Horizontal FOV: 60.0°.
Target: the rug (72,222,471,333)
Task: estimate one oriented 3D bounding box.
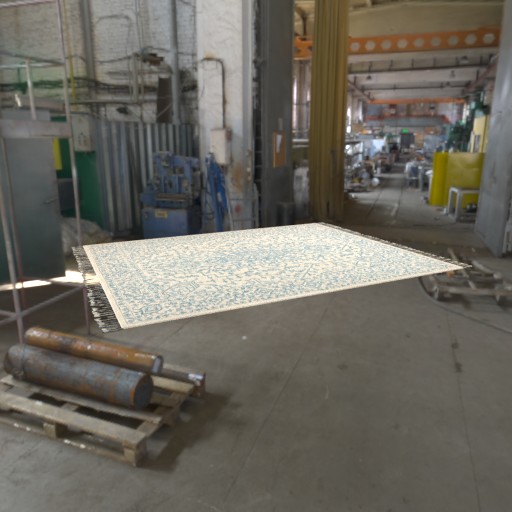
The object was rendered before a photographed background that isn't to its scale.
[{"bbox_3d":[0.000,0.000,4.468,3.327,0.010,2.464,-7,16,-25],"label":"rug"}]
